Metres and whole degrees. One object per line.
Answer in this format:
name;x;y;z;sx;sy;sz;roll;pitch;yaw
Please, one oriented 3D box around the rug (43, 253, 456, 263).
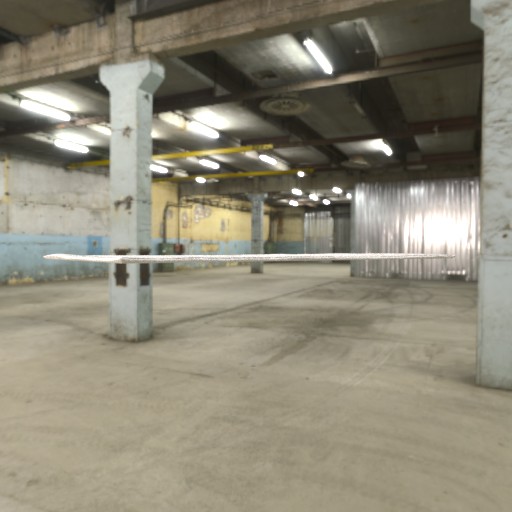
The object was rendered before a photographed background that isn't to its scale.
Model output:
rug;0.000;0.000;3.085;2.447;0.036;1.537;0;1;-36
